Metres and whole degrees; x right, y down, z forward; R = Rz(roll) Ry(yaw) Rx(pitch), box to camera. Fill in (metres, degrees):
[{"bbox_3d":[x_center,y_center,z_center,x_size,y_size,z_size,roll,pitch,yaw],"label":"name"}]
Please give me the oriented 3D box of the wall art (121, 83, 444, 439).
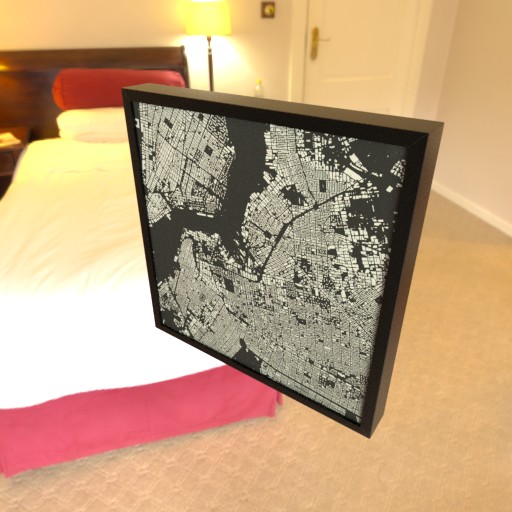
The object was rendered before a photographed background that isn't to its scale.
[{"bbox_3d":[0.000,0.000,0.448,0.299,0.299,0.037,19,35,30],"label":"wall art"}]
